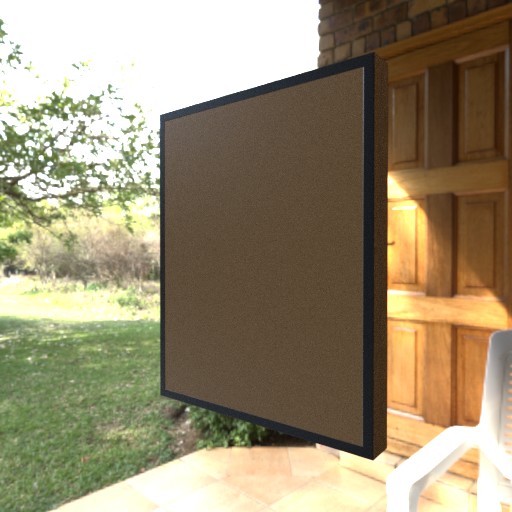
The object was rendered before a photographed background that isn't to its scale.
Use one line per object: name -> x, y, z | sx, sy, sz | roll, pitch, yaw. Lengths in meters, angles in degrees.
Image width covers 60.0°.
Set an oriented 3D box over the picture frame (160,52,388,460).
picture frame -> 0.000, 0.000, 0.718 | 0.421, 0.526, 0.046 | 0, 1, 38
